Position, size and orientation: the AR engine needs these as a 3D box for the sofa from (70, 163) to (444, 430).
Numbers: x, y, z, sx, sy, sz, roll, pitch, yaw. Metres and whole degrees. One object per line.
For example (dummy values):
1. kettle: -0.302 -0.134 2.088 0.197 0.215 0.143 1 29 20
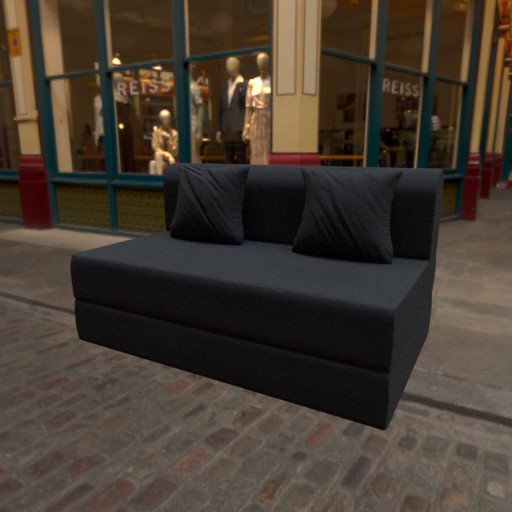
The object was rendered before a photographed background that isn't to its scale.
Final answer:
1. sofa: 0.000 0.000 1.720 1.225 0.670 0.762 8 16 28
